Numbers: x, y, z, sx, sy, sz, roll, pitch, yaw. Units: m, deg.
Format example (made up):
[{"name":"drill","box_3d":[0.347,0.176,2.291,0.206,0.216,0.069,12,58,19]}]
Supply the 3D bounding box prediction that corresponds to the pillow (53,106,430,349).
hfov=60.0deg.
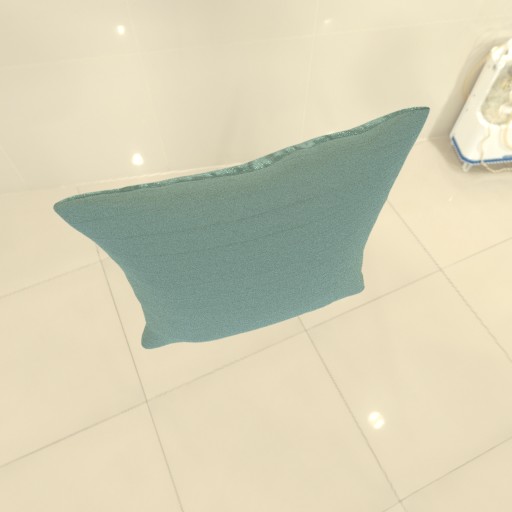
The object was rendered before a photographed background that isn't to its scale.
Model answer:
[{"name":"pillow","box_3d":[0.000,0.000,0.714,0.470,0.464,0.175,-15,60,-9]}]
